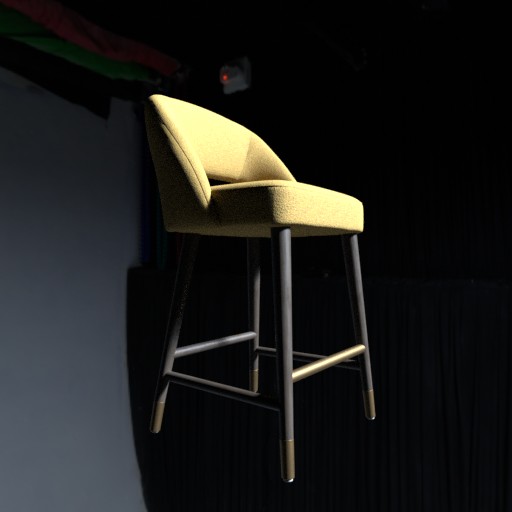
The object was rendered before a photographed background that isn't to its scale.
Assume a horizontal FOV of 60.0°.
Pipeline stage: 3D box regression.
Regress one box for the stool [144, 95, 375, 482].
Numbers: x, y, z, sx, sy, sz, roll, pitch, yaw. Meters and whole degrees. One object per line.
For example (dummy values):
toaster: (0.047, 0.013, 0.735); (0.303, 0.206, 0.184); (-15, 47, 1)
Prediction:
stool: (0.000, 0.000, 1.250); (0.522, 0.939, 0.536); (0, 0, 37)
